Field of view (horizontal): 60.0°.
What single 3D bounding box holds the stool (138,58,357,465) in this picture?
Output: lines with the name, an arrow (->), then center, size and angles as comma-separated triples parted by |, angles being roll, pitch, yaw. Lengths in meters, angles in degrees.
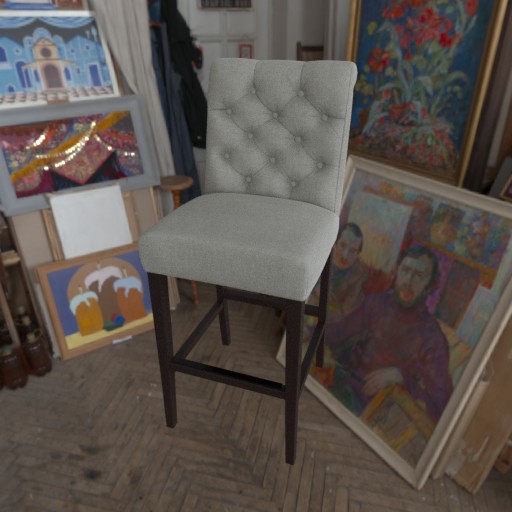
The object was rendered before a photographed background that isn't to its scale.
stool -> 0.000, 0.000, 1.440 | 0.493, 1.140, 0.601 | 9, 29, 17
